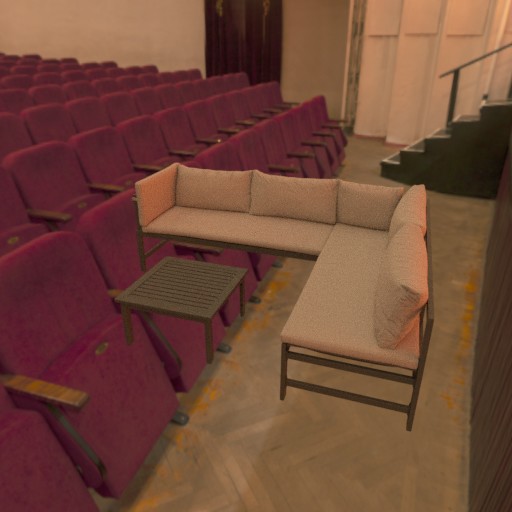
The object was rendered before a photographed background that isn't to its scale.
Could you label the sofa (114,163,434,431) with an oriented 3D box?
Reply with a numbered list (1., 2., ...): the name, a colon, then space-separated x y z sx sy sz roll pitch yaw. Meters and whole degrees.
1. sofa: 0.000 0.000 2.923 2.096 0.758 1.658 8 27 17
